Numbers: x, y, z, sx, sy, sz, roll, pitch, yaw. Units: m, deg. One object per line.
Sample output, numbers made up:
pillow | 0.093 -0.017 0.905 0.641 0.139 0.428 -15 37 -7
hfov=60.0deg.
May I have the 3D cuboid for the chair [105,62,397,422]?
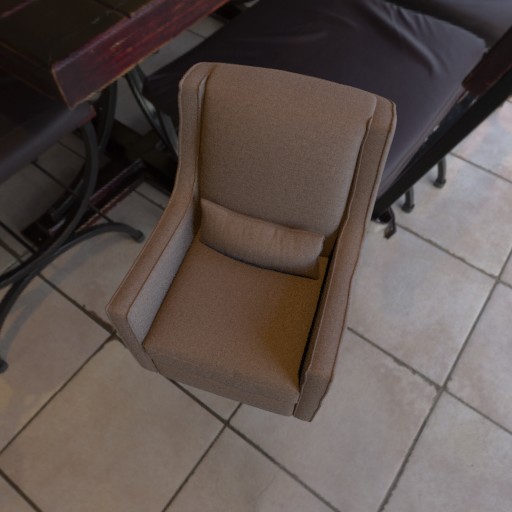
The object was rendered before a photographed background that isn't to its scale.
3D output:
chair | 0.000 0.000 1.619 0.732 0.993 0.879 15 60 9
